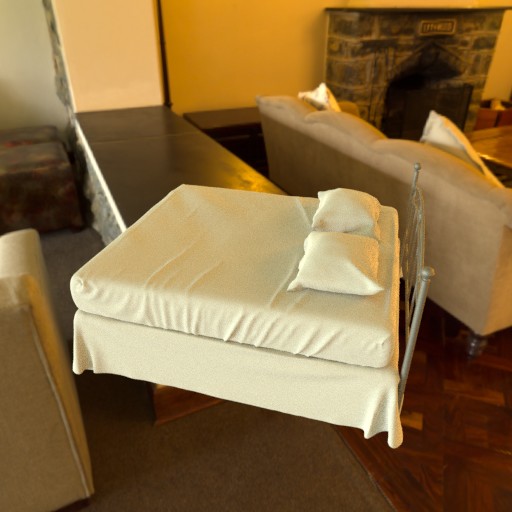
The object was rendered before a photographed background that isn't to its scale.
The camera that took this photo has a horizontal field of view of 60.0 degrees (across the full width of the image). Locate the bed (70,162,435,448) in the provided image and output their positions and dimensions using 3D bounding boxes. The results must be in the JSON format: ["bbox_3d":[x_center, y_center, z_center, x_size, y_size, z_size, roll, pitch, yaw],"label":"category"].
[{"bbox_3d":[0.000,0.000,3.216,2.215,1.080,1.936,8,31,14],"label":"bed"}]
